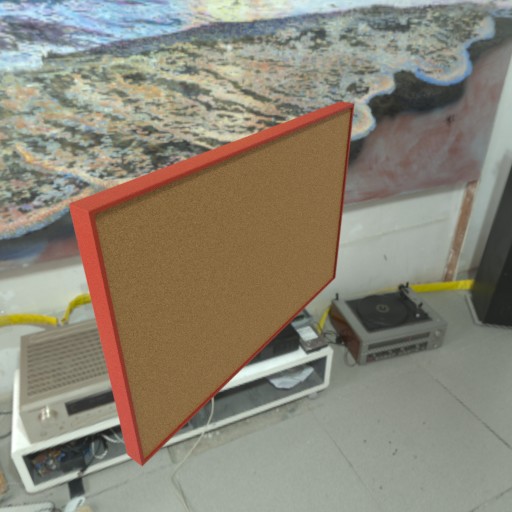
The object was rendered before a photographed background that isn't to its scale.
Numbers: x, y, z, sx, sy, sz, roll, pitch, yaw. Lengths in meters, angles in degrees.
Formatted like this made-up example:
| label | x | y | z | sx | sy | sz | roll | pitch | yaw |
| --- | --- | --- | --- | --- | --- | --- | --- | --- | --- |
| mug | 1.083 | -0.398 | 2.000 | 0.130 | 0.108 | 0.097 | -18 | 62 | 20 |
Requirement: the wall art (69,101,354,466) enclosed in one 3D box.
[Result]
| label | x | y | z | sx | sy | sz | roll | pitch | yaw |
| --- | --- | --- | --- | --- | --- | --- | --- | --- | --- |
| wall art | 0.000 | 0.000 | 0.757 | 0.033 | 0.405 | 0.607 | 20 | 36 | 30 |
